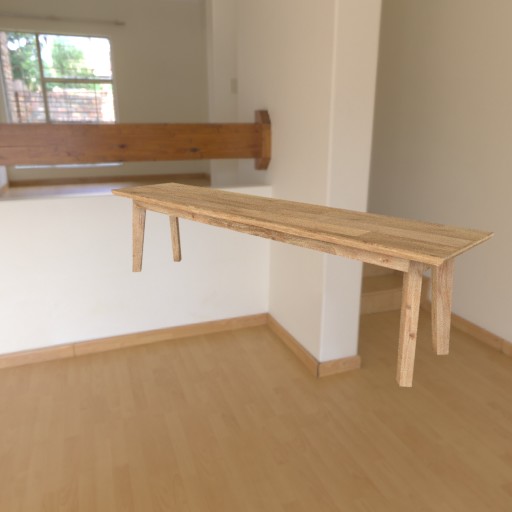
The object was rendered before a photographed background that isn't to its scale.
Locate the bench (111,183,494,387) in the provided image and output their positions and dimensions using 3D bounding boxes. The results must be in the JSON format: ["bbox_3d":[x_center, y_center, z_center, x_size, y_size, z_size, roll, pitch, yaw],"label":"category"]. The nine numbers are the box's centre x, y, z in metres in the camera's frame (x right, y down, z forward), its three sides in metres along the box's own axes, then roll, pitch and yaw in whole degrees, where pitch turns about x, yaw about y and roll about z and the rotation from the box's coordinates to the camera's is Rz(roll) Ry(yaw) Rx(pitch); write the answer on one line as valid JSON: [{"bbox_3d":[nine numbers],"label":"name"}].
[{"bbox_3d":[0.000,0.000,1.876,1.698,0.431,0.378,16,23,42],"label":"bench"}]
